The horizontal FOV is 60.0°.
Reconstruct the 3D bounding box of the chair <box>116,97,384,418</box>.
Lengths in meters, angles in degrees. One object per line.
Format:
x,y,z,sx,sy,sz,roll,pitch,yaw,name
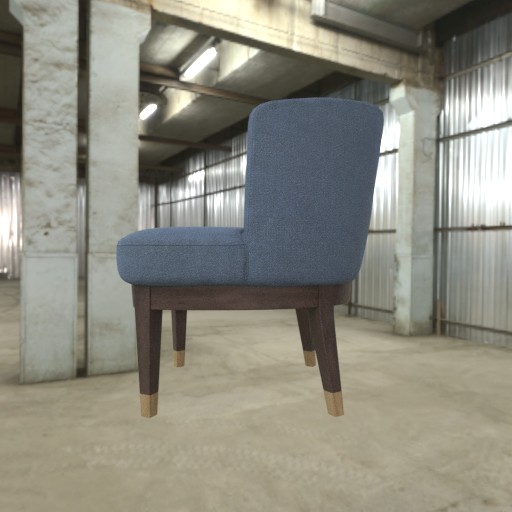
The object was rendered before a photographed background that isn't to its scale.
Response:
0.000,0.000,1.286,0.702,0.760,0.661,0,1,-1,chair
